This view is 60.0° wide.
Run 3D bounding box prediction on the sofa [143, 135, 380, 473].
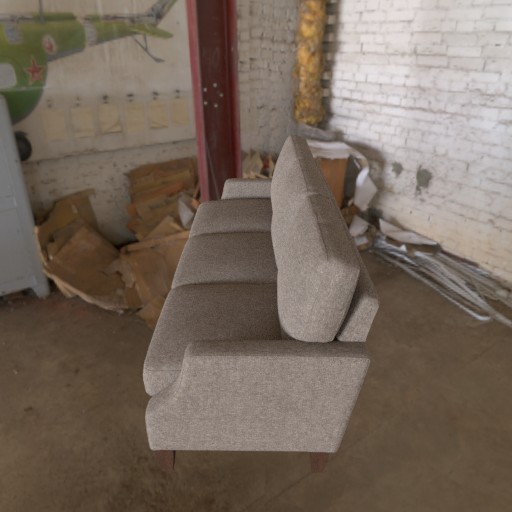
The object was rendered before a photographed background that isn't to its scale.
[{"bbox_3d":[0.000,0.000,2.528,0.888,0.984,2.115,0,27,0],"label":"sofa"}]
